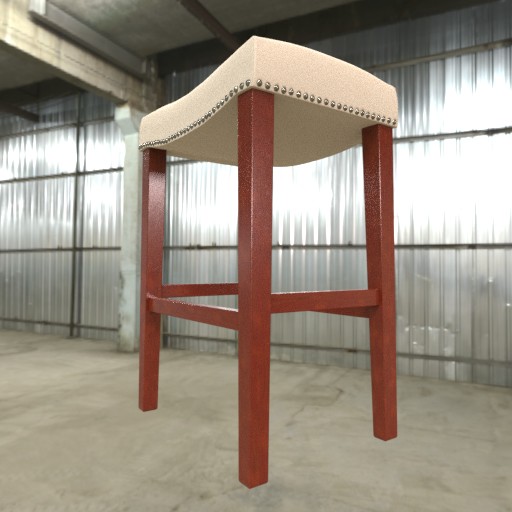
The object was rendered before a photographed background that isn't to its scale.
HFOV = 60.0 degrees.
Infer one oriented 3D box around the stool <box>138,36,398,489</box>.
[{"bbox_3d":[0.000,0.000,0.996,0.372,0.742,0.504,1,-2,-35],"label":"stool"}]
